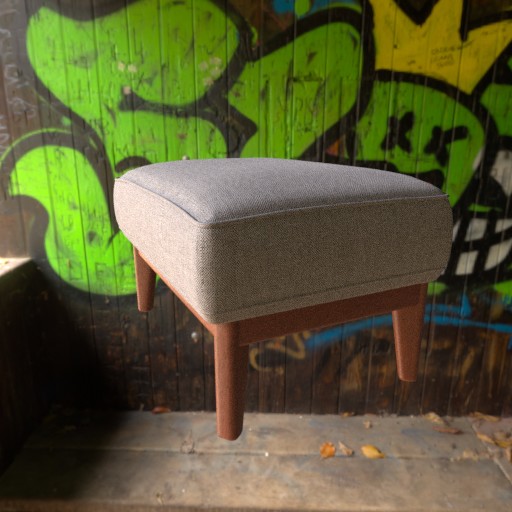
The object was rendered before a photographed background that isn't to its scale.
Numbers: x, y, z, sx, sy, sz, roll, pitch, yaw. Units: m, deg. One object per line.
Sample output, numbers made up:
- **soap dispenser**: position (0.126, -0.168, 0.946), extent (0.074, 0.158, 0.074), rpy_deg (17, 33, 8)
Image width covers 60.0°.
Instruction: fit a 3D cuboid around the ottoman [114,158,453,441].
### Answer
- **ottoman**: position (0.000, 0.000, 1.102), extent (0.555, 0.458, 0.750), rpy_deg (-8, 18, -26)
